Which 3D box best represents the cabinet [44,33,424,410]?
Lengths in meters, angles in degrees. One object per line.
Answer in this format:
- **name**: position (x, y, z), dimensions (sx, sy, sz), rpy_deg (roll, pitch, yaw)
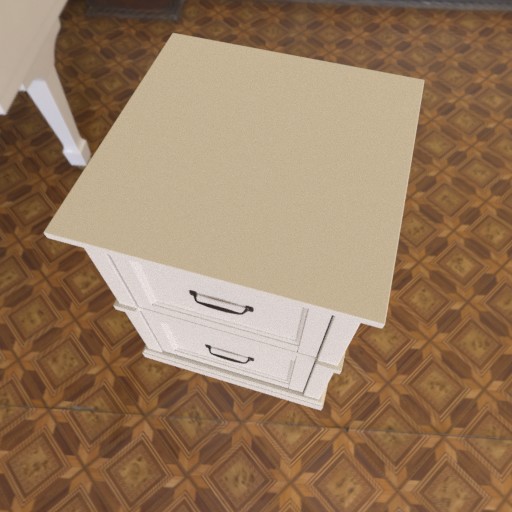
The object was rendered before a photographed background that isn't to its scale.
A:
- **cabinet**: position (0.000, 0.000, 1.132), dimensions (0.544, 0.775, 0.547), rpy_deg (14, 61, 8)
